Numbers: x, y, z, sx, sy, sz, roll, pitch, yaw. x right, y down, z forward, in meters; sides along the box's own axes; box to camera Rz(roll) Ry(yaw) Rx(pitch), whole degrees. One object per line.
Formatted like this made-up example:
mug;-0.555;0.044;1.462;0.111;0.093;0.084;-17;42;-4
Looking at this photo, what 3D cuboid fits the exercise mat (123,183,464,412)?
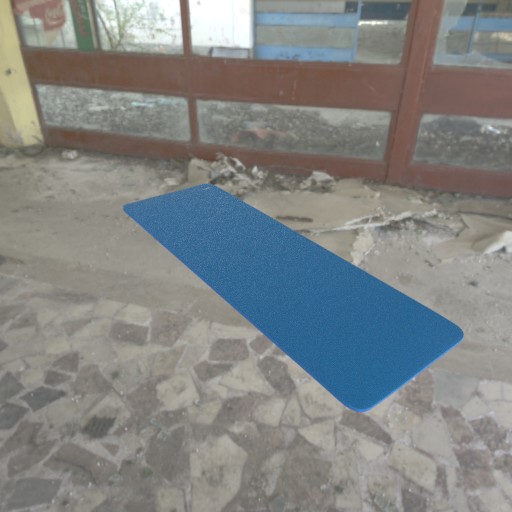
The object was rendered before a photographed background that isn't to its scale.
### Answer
exercise mat;0.000;0.000;2.139;0.616;0.021;1.869;-21;37;-31
